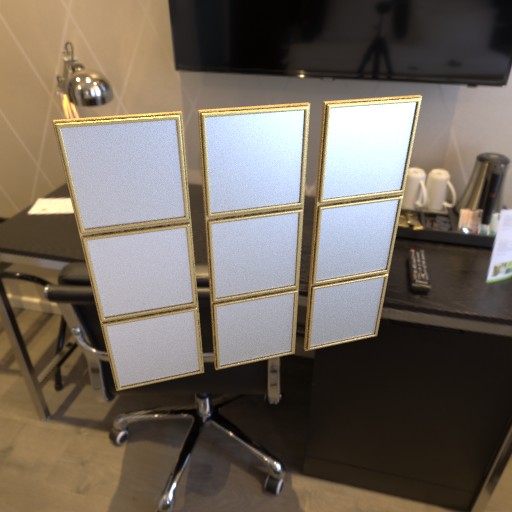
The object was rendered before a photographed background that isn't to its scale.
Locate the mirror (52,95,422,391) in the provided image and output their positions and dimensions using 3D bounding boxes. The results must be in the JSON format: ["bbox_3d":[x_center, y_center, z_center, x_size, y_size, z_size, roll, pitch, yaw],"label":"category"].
[{"bbox_3d":[0.000,0.000,1.419,1.011,0.926,0.023,-9,33,-14],"label":"mirror"}]
